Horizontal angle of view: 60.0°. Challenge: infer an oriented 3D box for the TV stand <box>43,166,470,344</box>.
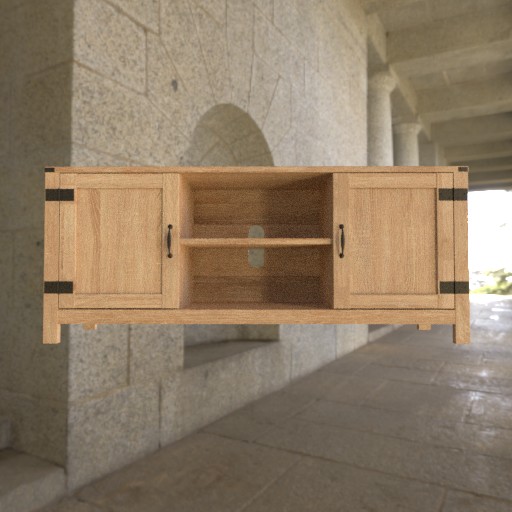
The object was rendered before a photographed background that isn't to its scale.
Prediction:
[{"bbox_3d":[0.000,0.000,1.698,1.466,0.610,0.398,0,-2,0],"label":"TV stand"}]
